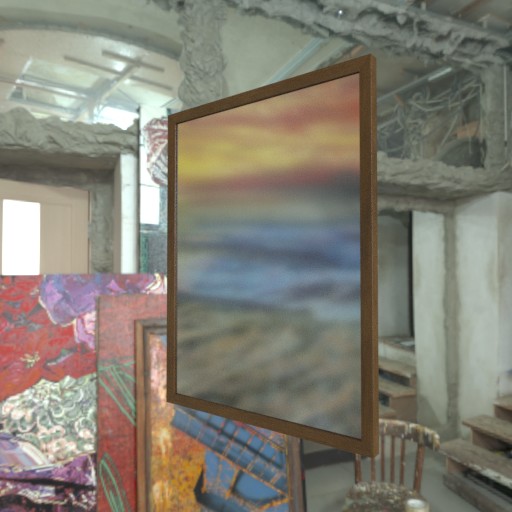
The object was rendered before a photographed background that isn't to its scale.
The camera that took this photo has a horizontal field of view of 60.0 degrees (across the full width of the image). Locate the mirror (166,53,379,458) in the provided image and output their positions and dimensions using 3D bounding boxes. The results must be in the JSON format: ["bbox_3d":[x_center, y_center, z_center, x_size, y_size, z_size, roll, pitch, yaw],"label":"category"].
[{"bbox_3d":[0.000,0.000,1.356,0.762,1.016,0.040,-1,-2,37],"label":"mirror"}]
